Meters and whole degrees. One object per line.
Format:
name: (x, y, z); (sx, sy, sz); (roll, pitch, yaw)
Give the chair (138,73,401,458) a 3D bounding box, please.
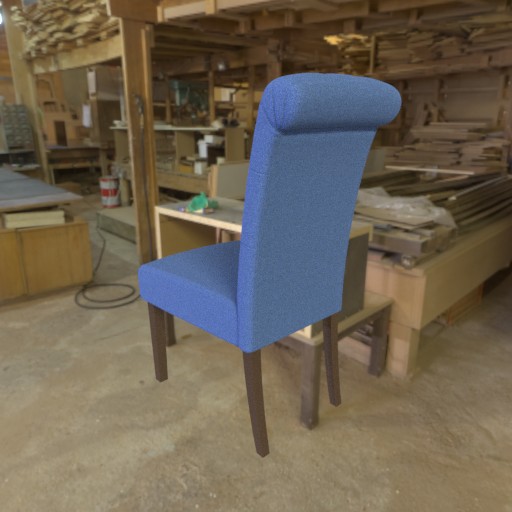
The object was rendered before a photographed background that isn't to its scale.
chair: (0.000, 0.000, 1.361); (0.456, 1.006, 0.671); (-16, 24, -40)
